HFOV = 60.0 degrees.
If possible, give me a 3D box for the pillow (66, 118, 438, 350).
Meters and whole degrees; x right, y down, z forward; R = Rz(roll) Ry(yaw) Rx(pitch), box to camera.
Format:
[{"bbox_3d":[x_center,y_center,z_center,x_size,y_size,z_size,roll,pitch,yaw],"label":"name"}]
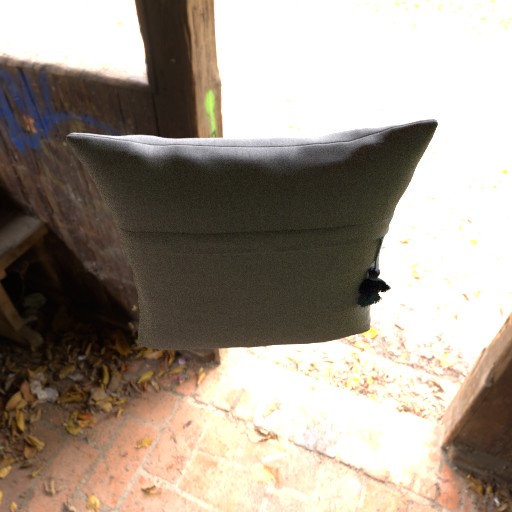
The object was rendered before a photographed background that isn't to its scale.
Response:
[{"bbox_3d":[0.000,0.000,0.671,0.433,0.436,0.173,-3,44,-3],"label":"pillow"}]
